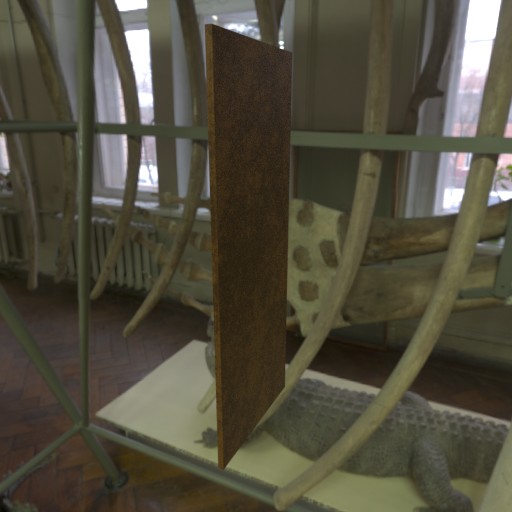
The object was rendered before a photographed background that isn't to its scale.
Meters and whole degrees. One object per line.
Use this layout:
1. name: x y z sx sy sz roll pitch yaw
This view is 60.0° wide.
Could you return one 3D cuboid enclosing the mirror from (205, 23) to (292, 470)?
1. mirror: 0.000 0.000 2.298 0.032 2.031 0.812 8 19 25
